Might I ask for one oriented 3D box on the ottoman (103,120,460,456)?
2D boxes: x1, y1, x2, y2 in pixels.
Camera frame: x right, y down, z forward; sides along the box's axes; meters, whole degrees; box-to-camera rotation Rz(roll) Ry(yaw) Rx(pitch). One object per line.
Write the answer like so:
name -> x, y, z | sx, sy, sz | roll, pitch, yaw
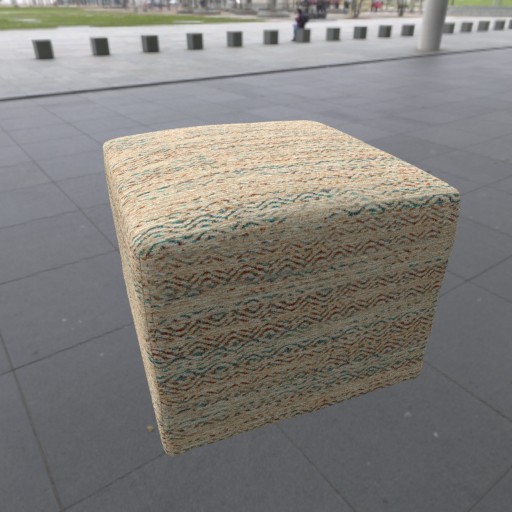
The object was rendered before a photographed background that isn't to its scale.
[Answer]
ottoman -> 0.000, 0.000, 0.903 | 0.512, 0.453, 0.521 | -11, 32, -18
